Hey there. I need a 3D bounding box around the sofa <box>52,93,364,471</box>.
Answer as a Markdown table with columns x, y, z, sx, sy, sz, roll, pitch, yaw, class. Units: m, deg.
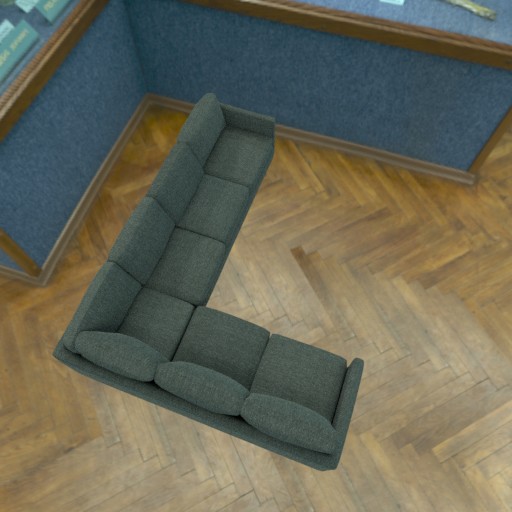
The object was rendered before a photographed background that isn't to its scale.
| x | y | z | sx | sy | sz | roll | pitch | yaw | class |
| --- | --- | --- | --- | --- | --- | --- | --- | --- | --- |
| 0.000 | 0.000 | 4.513 | 2.593 | 0.947 | 3.302 | 18 | 64 | 9 | sofa |
